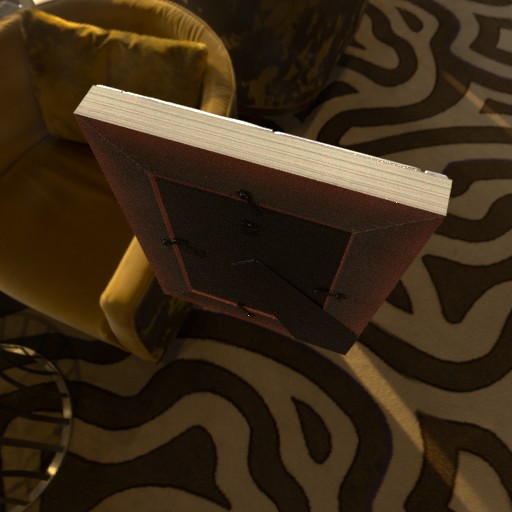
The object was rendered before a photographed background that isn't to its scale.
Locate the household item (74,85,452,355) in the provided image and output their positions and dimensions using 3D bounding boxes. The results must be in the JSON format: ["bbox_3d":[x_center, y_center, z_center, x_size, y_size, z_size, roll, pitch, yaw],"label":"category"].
[{"bbox_3d":[0.000,0.000,0.286,0.165,0.216,0.025,17,65,8],"label":"household item"}]
